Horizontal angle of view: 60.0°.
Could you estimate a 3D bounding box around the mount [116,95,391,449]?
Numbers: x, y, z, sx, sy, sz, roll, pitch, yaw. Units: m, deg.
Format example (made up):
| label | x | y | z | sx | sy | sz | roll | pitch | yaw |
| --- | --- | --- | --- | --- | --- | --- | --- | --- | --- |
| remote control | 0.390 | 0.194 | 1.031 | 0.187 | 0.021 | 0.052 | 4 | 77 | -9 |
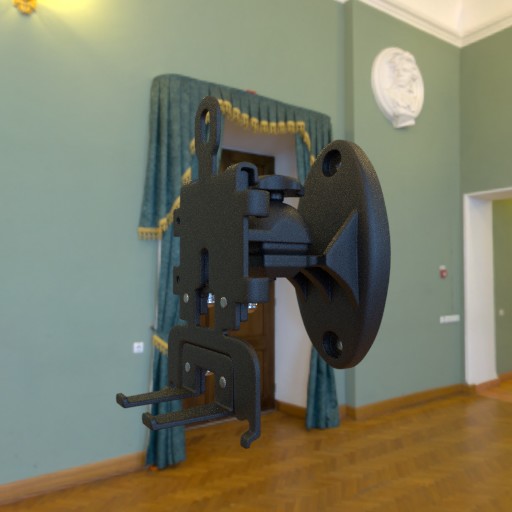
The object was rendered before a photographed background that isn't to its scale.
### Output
| label | x | y | z | sx | sy | sz | roll | pitch | yaw |
| --- | --- | --- | --- | --- | --- | --- | --- | --- | --- |
| mount | 0.000 | 0.000 | 0.176 | 0.100 | 0.118 | 0.066 | 1 | -2 | -35 |
